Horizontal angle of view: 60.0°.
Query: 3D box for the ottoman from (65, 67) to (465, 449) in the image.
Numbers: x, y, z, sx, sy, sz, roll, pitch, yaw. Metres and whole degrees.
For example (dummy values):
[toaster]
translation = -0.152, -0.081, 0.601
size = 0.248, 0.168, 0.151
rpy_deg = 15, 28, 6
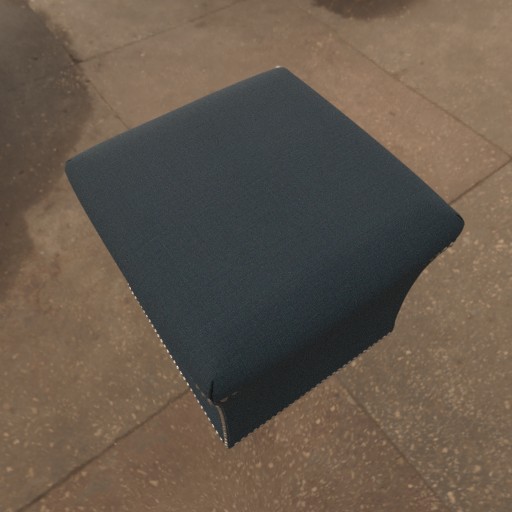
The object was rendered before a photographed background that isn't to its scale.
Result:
[ottoman]
translation = 0.000, 0.000, 0.895
size = 0.497, 0.475, 0.507
rpy_deg = -30, 62, -18
